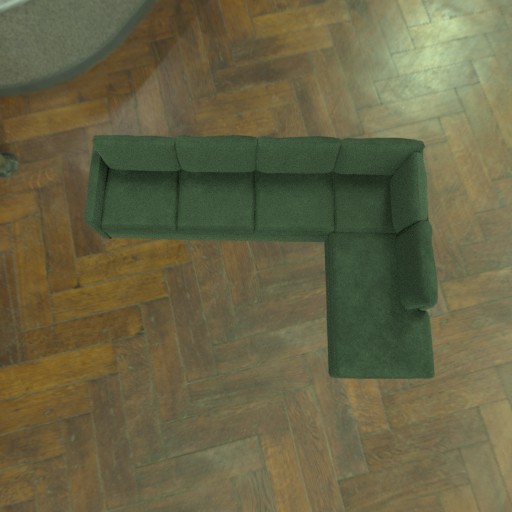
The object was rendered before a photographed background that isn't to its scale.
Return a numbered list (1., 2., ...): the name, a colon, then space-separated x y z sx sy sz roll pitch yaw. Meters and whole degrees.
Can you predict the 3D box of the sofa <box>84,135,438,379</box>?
1. sofa: 0.000 0.000 3.234 2.486 0.687 1.707 1 76 0
